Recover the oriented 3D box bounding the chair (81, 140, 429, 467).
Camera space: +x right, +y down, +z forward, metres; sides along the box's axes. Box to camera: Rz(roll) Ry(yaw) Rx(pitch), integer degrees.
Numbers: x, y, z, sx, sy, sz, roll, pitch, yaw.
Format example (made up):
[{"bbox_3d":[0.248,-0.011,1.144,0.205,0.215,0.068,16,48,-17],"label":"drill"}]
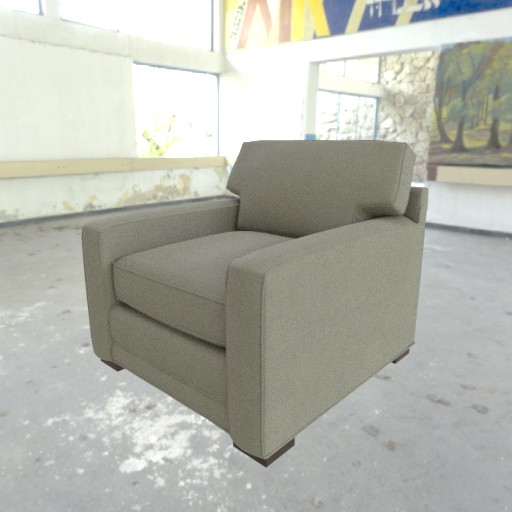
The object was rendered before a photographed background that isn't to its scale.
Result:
[{"bbox_3d":[0.000,0.000,1.842,0.999,0.934,1.044,13,20,41],"label":"chair"}]
